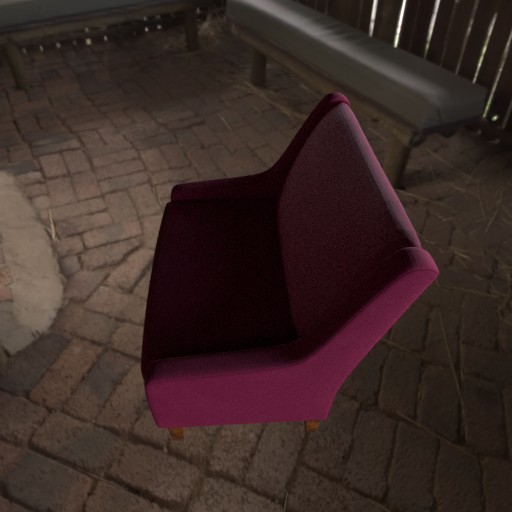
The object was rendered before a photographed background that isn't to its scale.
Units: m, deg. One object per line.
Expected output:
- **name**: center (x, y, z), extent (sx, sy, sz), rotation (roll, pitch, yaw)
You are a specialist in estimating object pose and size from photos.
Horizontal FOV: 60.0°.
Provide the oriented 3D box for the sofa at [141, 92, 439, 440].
- **sofa**: center (0.000, 0.000, 1.958), extent (0.946, 0.976, 1.242), rotation (-2, 42, -3)
